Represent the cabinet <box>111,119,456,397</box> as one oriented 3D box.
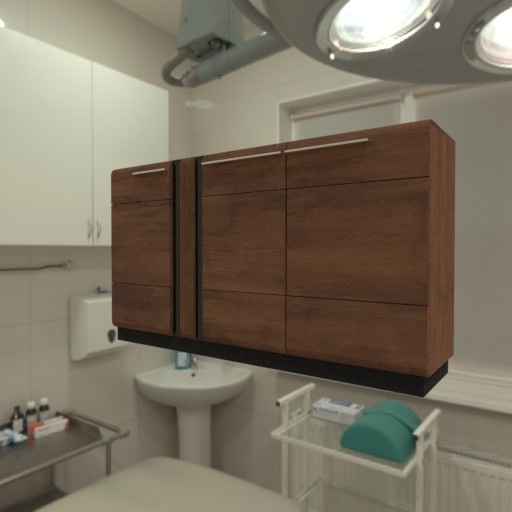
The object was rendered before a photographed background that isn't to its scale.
[{"bbox_3d":[0.000,0.000,2.019,1.600,0.900,0.420,1,1,35],"label":"cabinet"}]
